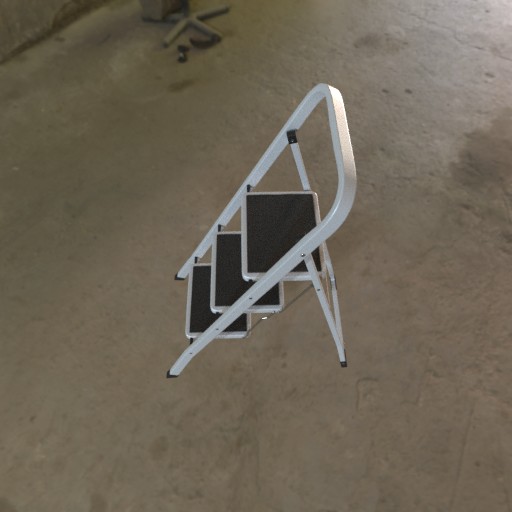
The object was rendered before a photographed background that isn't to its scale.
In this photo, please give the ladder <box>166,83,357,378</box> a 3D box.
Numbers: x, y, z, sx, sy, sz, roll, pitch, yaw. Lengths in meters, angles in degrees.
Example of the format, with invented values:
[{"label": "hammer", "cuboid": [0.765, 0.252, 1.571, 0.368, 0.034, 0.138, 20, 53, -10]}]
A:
[{"label": "ladder", "cuboid": [0.000, 0.000, 1.408, 0.711, 1.050, 0.460, -1, 58, -1]}]
